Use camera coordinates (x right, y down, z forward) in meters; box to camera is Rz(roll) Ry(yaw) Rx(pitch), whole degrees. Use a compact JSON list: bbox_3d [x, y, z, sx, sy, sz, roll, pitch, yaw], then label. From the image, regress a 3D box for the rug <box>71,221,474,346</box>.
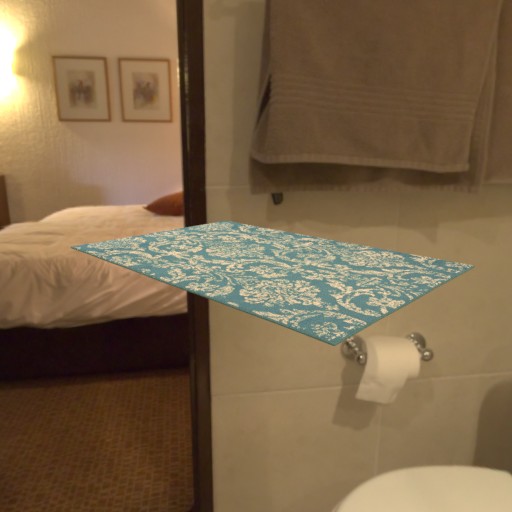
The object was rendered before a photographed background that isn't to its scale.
[{"bbox_3d":[0.000,0.000,2.382,1.833,0.012,1.211,14,20,42],"label":"rug"}]
